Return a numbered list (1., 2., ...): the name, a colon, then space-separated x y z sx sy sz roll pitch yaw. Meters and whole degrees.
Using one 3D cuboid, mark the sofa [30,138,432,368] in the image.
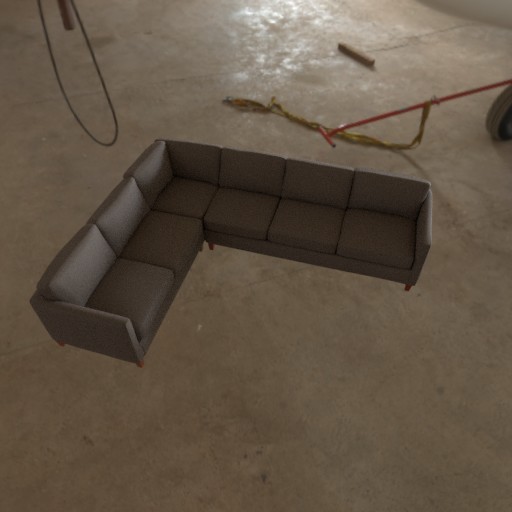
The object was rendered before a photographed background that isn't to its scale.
1. sofa: 0.000 0.000 4.435 3.302 0.947 2.593 12 48 11
